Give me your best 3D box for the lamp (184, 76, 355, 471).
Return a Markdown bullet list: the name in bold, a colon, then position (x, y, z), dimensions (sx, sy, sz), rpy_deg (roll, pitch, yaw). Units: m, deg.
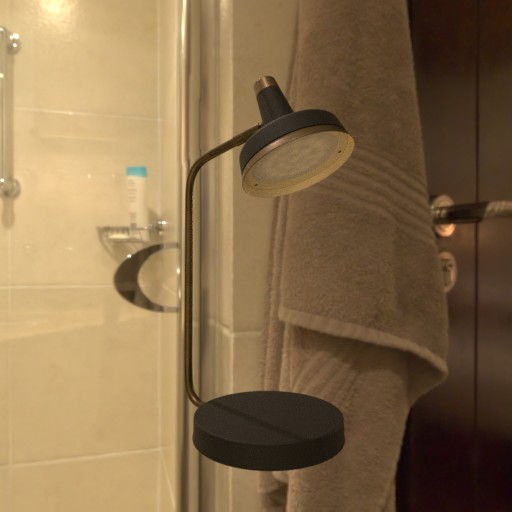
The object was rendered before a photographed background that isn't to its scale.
- **lamp**: position (0.000, 0.000, 0.485), dimensions (0.218, 0.385, 0.162), rpy_deg (0, 0, 36)
